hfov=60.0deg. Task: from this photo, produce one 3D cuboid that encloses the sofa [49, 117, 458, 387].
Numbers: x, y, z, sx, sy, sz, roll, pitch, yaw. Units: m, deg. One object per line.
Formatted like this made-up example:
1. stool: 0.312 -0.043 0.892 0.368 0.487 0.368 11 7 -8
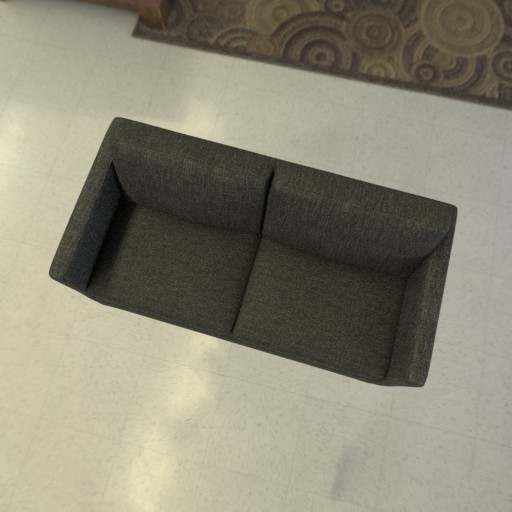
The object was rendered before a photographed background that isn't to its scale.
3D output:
1. sofa: 0.000 0.000 2.446 1.884 0.963 0.950 16 75 4
